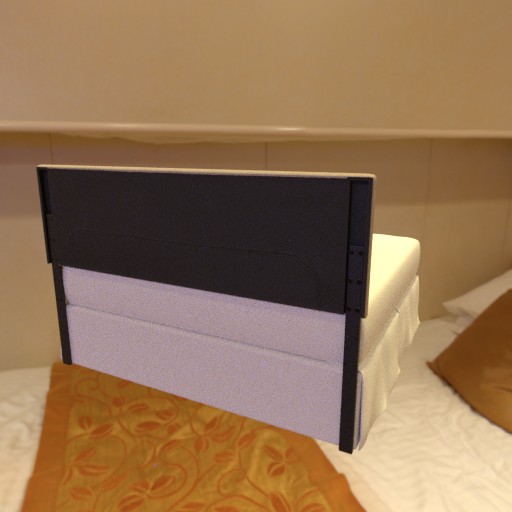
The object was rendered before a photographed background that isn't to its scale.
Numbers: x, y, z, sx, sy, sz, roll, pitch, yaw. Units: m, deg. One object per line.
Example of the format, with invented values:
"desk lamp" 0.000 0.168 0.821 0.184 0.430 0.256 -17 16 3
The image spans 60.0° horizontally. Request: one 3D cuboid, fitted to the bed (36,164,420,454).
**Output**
"bed" 0.000 0.000 3.258 2.170 1.346 1.914 7 16 27
